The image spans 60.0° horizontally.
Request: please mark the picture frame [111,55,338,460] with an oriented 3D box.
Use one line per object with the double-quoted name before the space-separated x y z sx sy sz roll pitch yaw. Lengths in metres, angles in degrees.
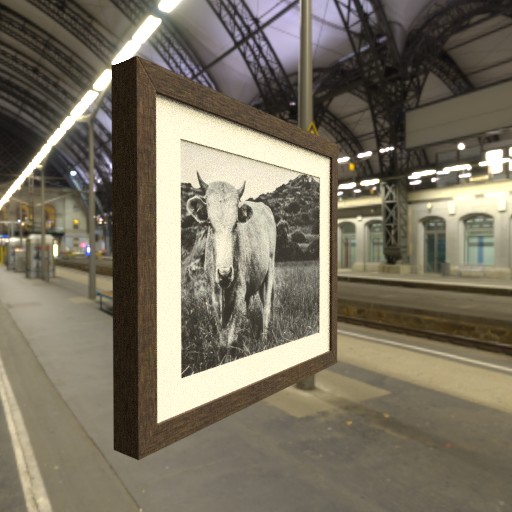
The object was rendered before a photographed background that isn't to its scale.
"picture frame" 0.000 0.000 0.525 0.033 0.330 0.378 1 1 35
